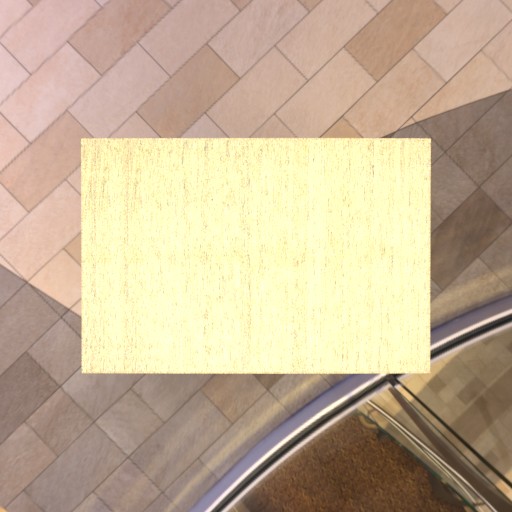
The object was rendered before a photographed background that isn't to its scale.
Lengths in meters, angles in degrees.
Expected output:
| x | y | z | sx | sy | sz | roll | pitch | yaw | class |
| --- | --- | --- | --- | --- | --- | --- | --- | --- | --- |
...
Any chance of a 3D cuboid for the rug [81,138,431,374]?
| x | y | z | sx | sy | sz | roll | pitch | yaw | class |
| --- | --- | --- | --- | --- | --- | --- | --- | --- | --- |
| 0.000 | 0.000 | 2.350 | 1.850 | 0.015 | 1.250 | 0 | 90 | 0 | rug |
